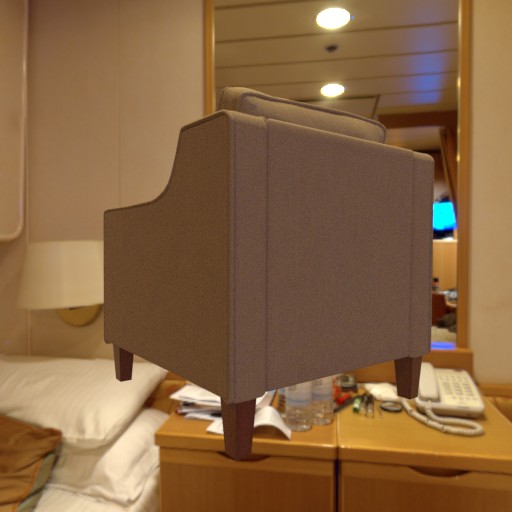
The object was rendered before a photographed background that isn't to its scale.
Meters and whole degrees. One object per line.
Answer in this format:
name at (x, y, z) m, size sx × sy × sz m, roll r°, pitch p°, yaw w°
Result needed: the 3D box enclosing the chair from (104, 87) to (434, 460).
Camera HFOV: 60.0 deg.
chair at (0.000, 0.000, 1.614) m, size 0.831 × 0.960 × 0.909 m, roll -1°, pitch 1°, yaw -37°
